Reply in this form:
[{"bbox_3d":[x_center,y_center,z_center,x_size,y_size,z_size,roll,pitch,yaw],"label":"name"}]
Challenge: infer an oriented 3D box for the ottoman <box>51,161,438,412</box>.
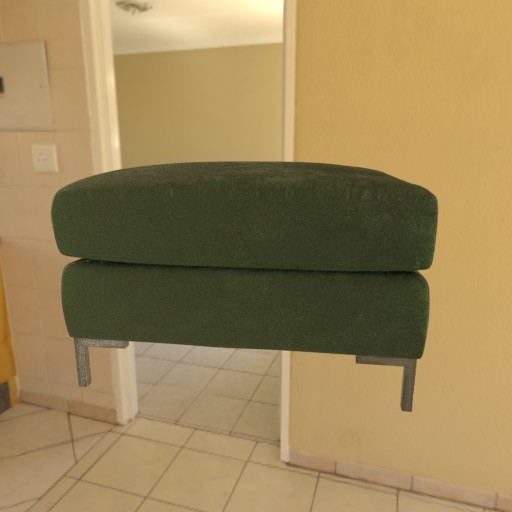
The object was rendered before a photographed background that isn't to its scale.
[{"bbox_3d":[0.000,0.000,1.299,0.839,0.538,0.701,2,14,8],"label":"ottoman"}]
